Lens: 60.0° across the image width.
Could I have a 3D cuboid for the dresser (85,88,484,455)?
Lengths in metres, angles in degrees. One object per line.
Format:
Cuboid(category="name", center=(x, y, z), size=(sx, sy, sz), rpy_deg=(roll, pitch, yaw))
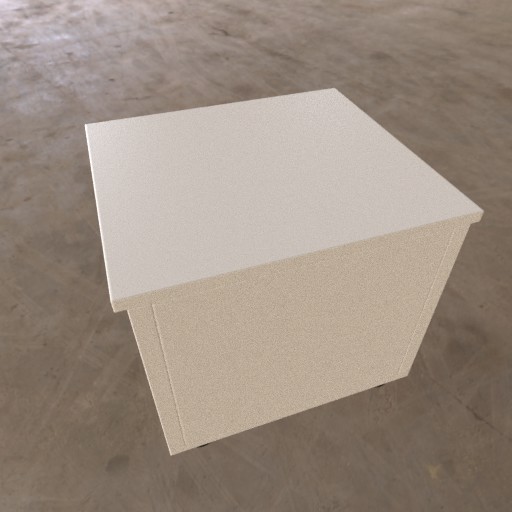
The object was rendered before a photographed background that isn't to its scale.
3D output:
Cuboid(category="dresser", center=(0.000, 0.000, 0.729), size=(0.430, 0.360, 0.400), rpy_deg=(-13, 44, -14))
